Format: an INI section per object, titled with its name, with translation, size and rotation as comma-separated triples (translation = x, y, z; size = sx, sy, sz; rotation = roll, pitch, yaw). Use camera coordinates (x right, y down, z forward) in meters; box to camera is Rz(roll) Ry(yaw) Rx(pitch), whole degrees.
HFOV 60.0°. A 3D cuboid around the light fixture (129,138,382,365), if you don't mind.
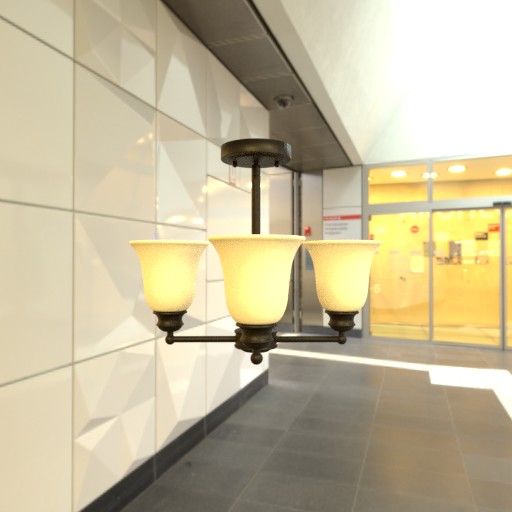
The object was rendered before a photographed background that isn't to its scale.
[light fixture]
translation = 0.000, 0.000, 1.893
size = 1.069, 0.925, 1.069
rotation = 0, -1, 0
